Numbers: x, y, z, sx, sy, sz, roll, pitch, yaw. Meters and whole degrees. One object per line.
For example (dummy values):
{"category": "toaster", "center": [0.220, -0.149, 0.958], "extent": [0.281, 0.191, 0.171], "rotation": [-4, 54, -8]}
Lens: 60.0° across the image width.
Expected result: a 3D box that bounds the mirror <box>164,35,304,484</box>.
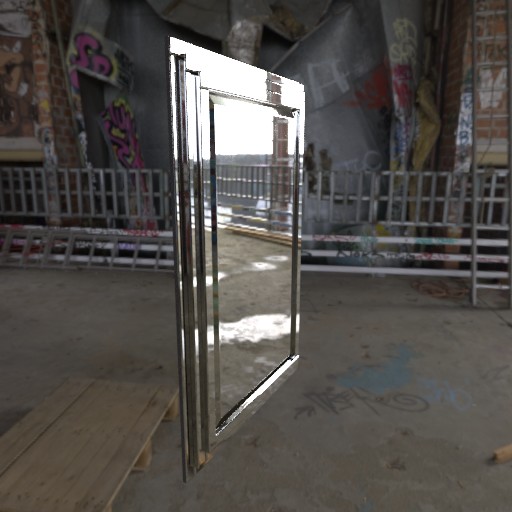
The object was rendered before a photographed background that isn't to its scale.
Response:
{"category": "mirror", "center": [0.000, 0.000, 1.138], "extent": [0.039, 0.914, 0.613], "rotation": [7, 14, 28]}
